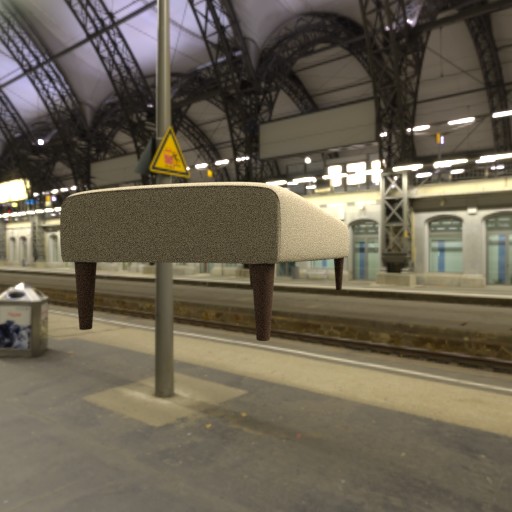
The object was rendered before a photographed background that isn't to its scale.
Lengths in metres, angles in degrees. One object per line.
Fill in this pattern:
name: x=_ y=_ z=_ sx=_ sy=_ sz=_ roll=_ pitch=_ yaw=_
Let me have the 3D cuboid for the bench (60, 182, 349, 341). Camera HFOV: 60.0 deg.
bench: x=0.000 y=0.000 z=1.864 sx=0.646 sy=0.393 sz=1.609 roll=0 pitch=0 yaw=17
